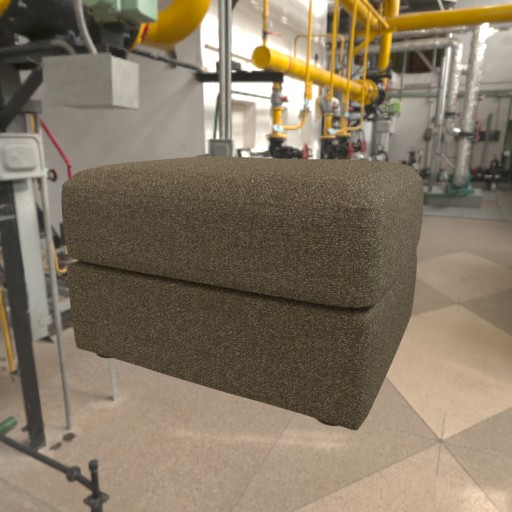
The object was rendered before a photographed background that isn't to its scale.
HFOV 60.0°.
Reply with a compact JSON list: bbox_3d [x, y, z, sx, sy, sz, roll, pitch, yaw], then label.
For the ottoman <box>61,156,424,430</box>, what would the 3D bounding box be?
[{"bbox_3d":[0.000,0.000,1.124,0.742,0.476,0.598,8,17,26],"label":"ottoman"}]
